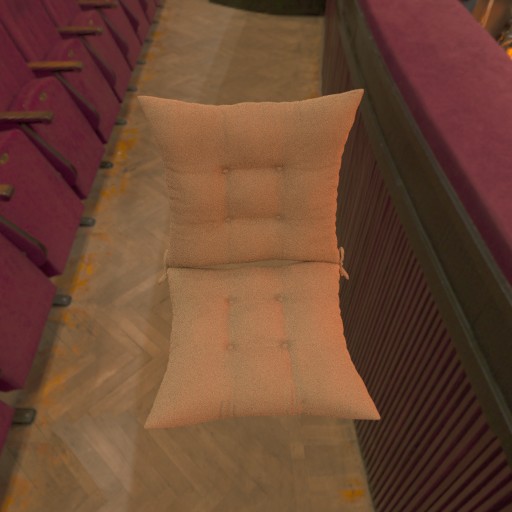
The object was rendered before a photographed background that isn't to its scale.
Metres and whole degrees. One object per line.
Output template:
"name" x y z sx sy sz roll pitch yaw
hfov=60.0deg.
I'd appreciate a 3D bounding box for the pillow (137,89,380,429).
"pillow" 0.000 0.000 0.992 0.541 0.536 0.585 -2 45 -2
